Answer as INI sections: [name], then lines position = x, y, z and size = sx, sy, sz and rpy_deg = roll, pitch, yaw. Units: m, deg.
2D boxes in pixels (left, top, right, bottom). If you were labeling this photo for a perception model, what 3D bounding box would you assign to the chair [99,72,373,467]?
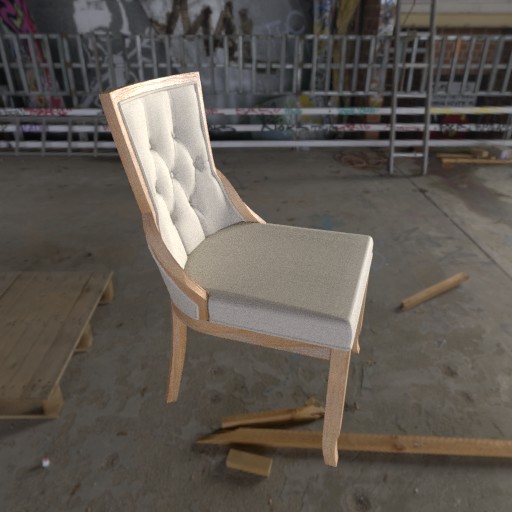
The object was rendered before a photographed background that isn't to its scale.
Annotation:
[chair]
position = 0.000, 0.000, 1.303
size = 0.641, 0.947, 0.524
rpy_deg = 9, 30, 16
